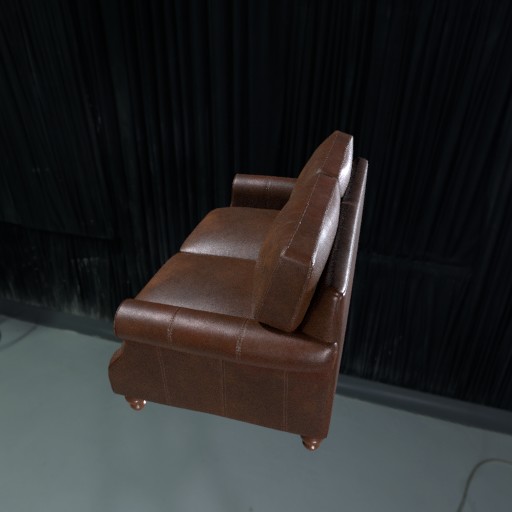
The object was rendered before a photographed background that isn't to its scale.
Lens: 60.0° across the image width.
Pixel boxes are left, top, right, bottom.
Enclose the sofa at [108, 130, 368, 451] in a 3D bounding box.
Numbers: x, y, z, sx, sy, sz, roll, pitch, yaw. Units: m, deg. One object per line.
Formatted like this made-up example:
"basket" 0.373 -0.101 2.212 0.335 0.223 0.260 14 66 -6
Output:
"sofa" 0.000 0.000 2.278 0.990 0.976 1.616 8 31 13
